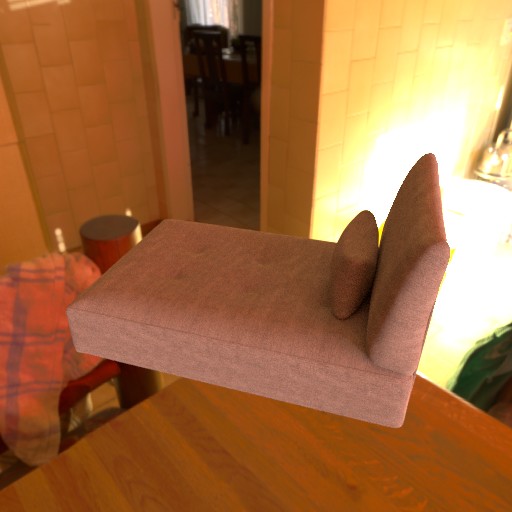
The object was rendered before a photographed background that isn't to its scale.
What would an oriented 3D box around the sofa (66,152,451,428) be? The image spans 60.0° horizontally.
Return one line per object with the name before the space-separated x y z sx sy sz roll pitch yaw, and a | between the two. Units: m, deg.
sofa | 0.000 0.000 1.993 1.450 0.820 0.930 9 32 15
